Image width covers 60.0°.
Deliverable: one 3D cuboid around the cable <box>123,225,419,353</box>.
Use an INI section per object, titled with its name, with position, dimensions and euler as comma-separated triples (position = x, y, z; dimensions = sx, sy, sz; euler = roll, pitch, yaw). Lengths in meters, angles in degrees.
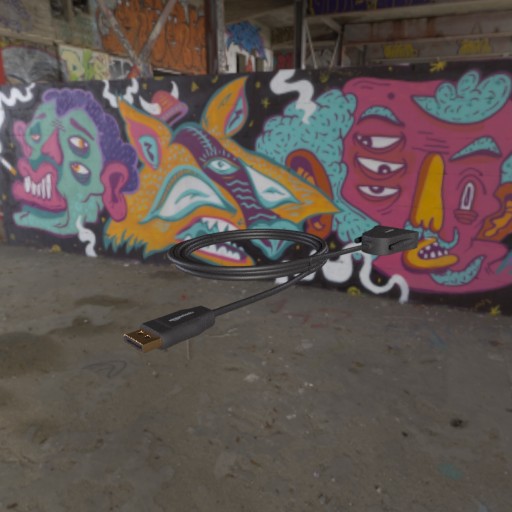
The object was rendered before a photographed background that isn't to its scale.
[cable]
position = 0.000, 0.000, 0.336
dimensions = 0.136, 0.015, 0.281
euler = 15, 22, 42
